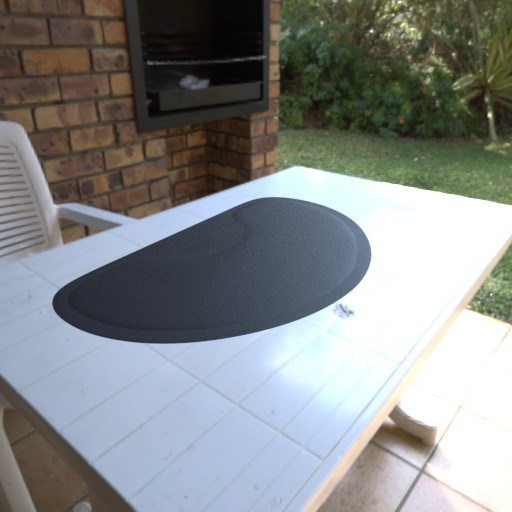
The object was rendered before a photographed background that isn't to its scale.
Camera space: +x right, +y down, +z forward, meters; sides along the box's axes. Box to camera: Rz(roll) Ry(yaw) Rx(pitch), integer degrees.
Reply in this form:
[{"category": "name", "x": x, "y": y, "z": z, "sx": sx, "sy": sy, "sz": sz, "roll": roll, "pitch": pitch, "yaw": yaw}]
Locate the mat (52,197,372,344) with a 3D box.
[{"category": "mat", "x": 0.000, "y": 0.000, "z": 1.888, "sx": 0.913, "sy": 0.013, "sz": 1.524, "roll": 17, "pitch": 30, "yaw": 31}]
